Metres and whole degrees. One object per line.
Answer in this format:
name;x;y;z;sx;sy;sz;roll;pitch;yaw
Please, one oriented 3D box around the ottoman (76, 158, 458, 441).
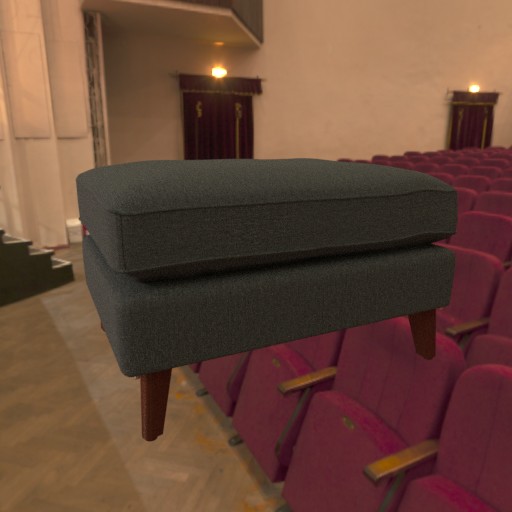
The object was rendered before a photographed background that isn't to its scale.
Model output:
ottoman;0.000;0.000;1.195;0.835;0.503;0.629;-7;16;-25
